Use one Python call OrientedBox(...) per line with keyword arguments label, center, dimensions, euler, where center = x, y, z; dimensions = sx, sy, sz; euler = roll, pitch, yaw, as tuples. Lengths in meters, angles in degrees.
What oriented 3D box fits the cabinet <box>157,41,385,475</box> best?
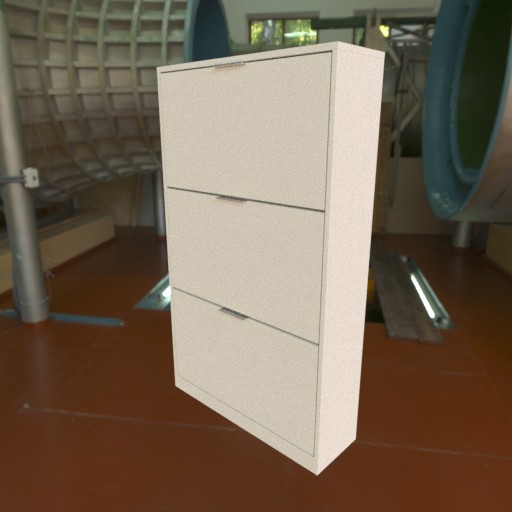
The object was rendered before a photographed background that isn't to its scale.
OrientedBox(label="cabinet", center=(0.000, 0.000, 1.573), dimensions=(0.750, 1.280, 0.250), euler=(15, 22, 41))
